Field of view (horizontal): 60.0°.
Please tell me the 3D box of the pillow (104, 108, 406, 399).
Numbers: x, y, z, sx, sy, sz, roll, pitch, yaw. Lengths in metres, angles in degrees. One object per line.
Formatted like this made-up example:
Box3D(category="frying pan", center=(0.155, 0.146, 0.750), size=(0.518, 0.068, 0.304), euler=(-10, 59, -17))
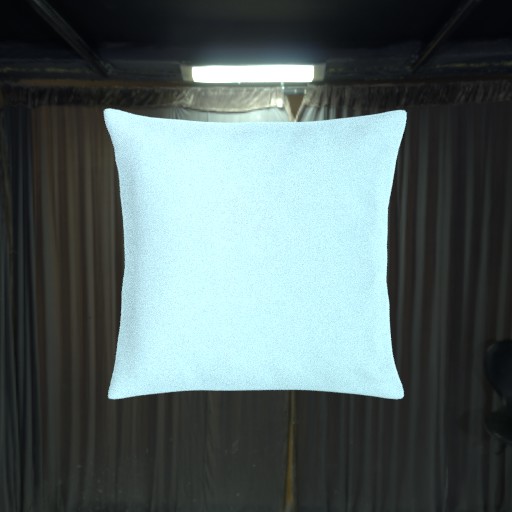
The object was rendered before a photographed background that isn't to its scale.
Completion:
Box3D(category="pillow", center=(0.000, 0.000, 0.778), size=(0.525, 0.508, 0.166), euler=(0, 1, 0))
